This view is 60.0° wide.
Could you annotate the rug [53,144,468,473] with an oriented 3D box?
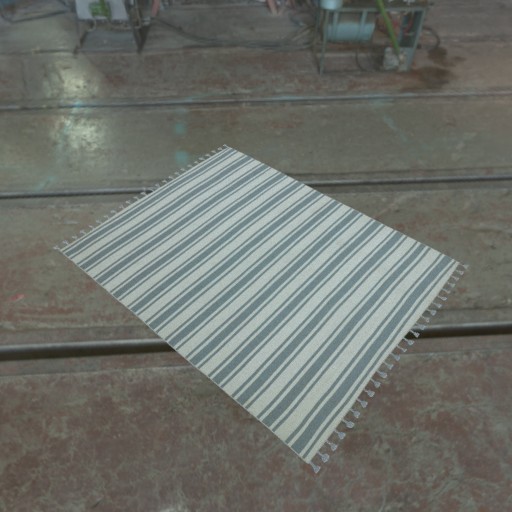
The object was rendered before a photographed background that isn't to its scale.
[{"bbox_3d":[0.000,0.000,4.249,3.201,0.005,2.439,32,54,27],"label":"rug"}]
